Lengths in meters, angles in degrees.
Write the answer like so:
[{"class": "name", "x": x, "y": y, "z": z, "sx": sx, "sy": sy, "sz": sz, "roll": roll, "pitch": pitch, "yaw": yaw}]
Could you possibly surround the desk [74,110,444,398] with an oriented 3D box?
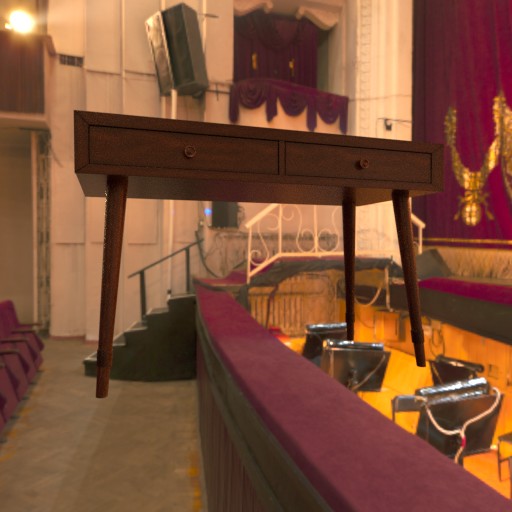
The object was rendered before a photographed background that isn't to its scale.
[{"class": "desk", "x": 0.000, "y": 0.000, "z": 2.140, "sx": 1.577, "sy": 1.031, "sz": 0.734, "roll": 0, "pitch": 1, "yaw": -18}]
